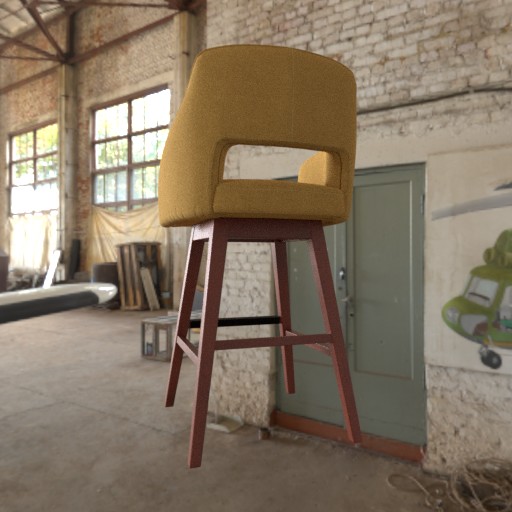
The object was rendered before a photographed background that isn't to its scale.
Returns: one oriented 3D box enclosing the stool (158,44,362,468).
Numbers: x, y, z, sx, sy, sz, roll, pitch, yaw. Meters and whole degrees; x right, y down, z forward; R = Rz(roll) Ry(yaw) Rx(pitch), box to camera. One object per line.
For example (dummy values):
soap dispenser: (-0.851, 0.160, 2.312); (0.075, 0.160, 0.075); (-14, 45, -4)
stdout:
stool: (0.000, 0.000, 1.323); (0.548, 1.012, 0.558); (0, 0, -19)
